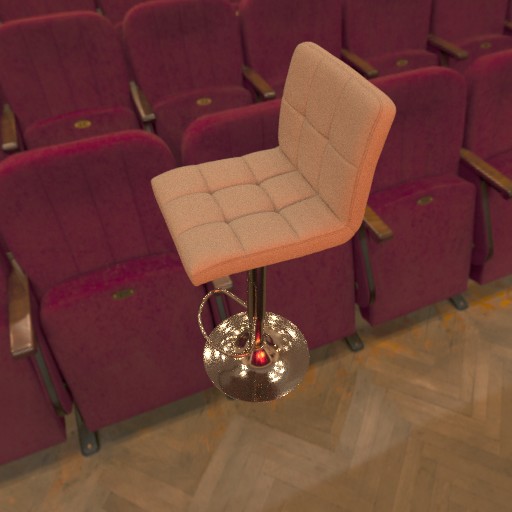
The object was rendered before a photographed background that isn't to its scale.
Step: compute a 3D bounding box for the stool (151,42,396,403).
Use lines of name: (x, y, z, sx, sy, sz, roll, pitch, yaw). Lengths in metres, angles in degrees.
stool: (0.000, 0.000, 1.389, 0.505, 1.115, 0.430, -16, 47, -16)
